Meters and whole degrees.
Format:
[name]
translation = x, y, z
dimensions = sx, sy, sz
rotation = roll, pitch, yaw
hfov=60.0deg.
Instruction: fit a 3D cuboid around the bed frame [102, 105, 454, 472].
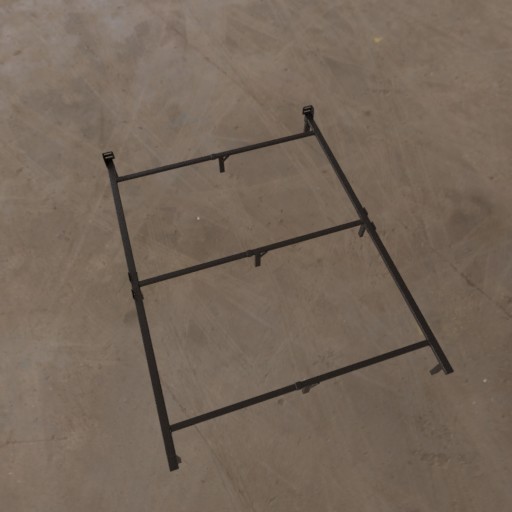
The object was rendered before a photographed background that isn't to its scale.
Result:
[bed frame]
translation = 0.000, 0.000, 2.673
dimensions = 1.498, 0.248, 1.990
rotation = -16, 61, -9
